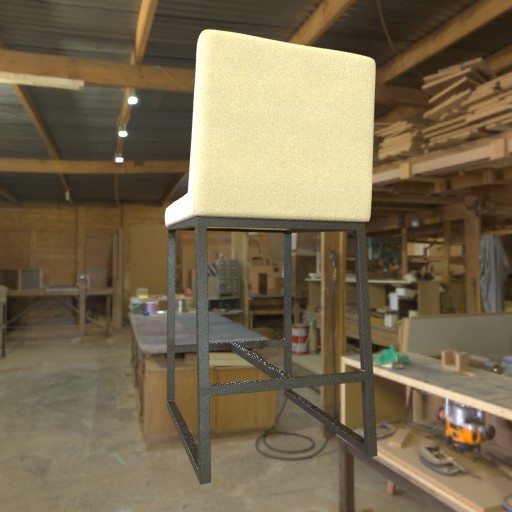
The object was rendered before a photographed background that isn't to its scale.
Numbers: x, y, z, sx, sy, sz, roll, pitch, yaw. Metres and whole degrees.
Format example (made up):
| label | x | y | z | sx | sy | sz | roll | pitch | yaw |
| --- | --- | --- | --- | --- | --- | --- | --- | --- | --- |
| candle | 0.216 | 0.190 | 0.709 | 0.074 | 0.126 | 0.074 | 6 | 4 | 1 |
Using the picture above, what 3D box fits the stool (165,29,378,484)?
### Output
| label | x | y | z | sx | sy | sz | roll | pitch | yaw |
| --- | --- | --- | --- | --- | --- | --- | --- | --- | --- |
| stool | 0.000 | 0.000 | 1.266 | 0.459 | 0.971 | 0.567 | 0 | -1 | -19 |
